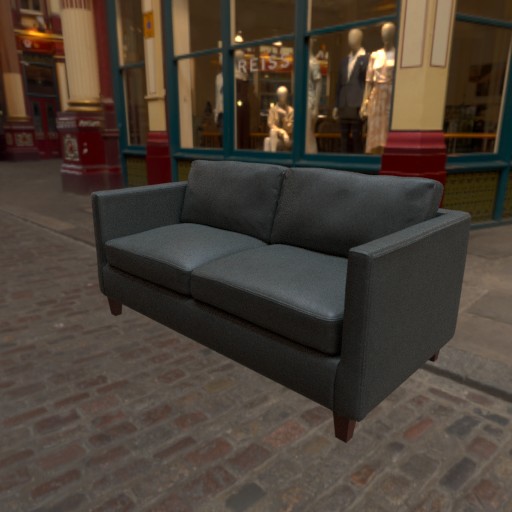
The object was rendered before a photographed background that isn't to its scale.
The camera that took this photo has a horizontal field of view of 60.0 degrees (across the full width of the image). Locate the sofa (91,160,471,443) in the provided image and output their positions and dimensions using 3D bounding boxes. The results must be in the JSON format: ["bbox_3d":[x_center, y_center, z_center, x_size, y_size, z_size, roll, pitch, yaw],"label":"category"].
[{"bbox_3d":[0.000,0.000,2.402,1.883,0.933,0.951,15,22,41],"label":"sofa"}]
